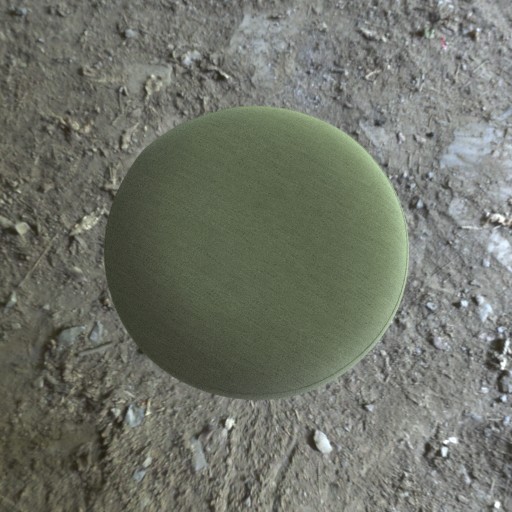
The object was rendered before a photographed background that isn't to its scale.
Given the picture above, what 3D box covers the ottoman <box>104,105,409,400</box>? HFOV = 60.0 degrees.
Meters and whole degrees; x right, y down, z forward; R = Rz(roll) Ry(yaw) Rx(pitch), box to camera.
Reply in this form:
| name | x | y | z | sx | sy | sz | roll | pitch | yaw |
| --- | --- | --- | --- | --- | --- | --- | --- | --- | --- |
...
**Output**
| name | x | y | z | sx | sy | sz | roll | pitch | yaw |
| --- | --- | --- | --- | --- | --- | --- | --- | --- | --- |
| ottoman | 0.000 | 0.000 | 1.254 | 0.769 | 0.459 | 0.769 | 0 | 74 | 0 |
